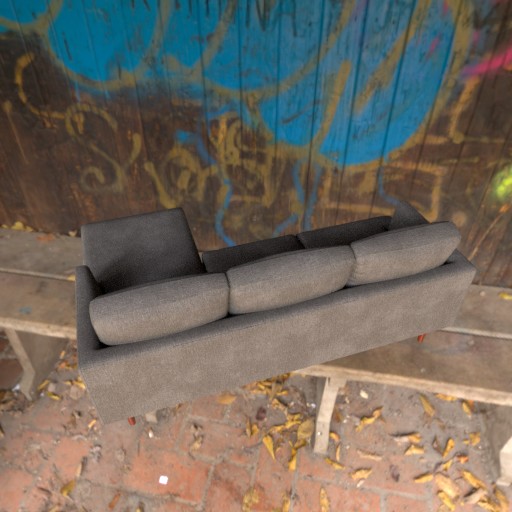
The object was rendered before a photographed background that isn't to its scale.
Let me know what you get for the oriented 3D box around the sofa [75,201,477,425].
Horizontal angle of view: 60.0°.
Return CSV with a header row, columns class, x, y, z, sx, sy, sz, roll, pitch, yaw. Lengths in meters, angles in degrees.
class,x,y,z,sx,sy,sz,roll,pitch,yaw
sofa,0.000,0.000,2.974,2.233,0.956,1.504,-12,43,-14
